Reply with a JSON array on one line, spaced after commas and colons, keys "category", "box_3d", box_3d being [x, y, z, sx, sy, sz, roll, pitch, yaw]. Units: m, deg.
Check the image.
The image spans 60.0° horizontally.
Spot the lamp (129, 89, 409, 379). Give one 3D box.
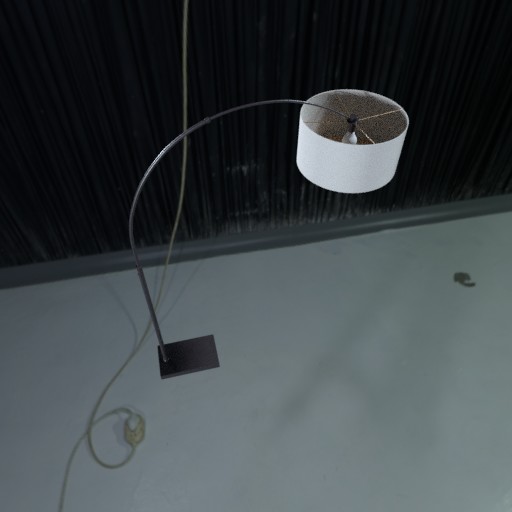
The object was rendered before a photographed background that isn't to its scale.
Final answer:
[{"category": "lamp", "box_3d": [0.000, 0.000, 2.592, 1.424, 1.927, 0.493, -10, 48, -9]}]
